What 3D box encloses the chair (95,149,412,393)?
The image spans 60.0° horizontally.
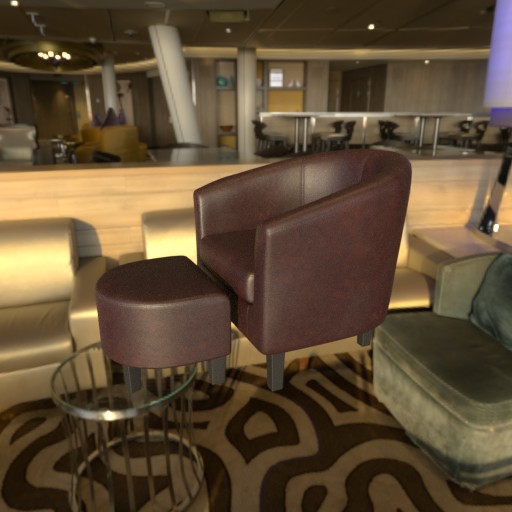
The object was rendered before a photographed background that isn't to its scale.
[{"bbox_3d":[0.000,0.000,1.688,1.176,0.755,0.737,-8,19,-24],"label":"chair"}]
